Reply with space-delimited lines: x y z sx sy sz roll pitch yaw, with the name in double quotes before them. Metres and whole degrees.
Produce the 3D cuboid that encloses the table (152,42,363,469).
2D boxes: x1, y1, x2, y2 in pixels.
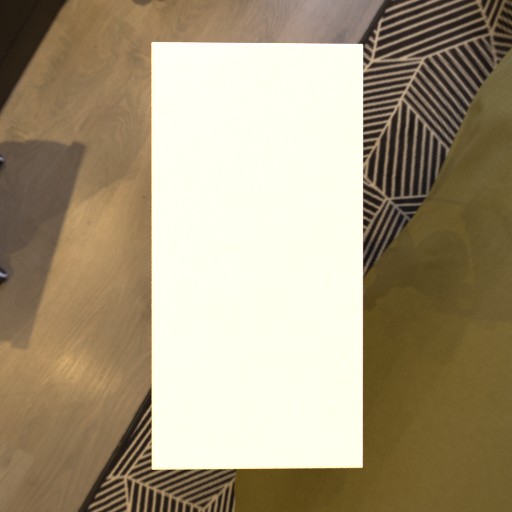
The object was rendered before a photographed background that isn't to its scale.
"table" 0.000 0.000 1.405 0.550 0.510 1.107 0 90 -1
